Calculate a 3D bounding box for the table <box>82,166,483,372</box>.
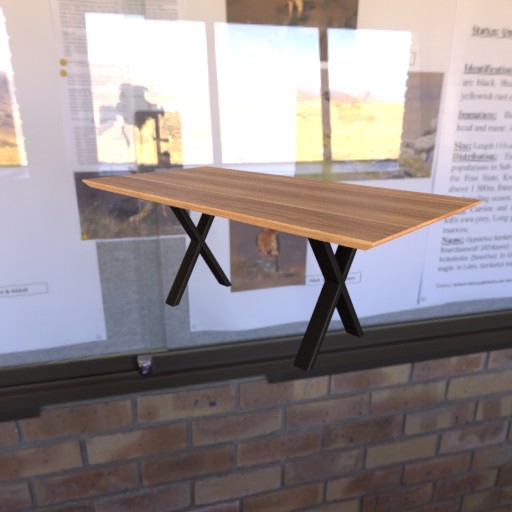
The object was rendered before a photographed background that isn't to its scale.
[{"bbox_3d":[0.000,0.000,2.520,2.000,0.770,1.000,16,24,41],"label":"table"}]
